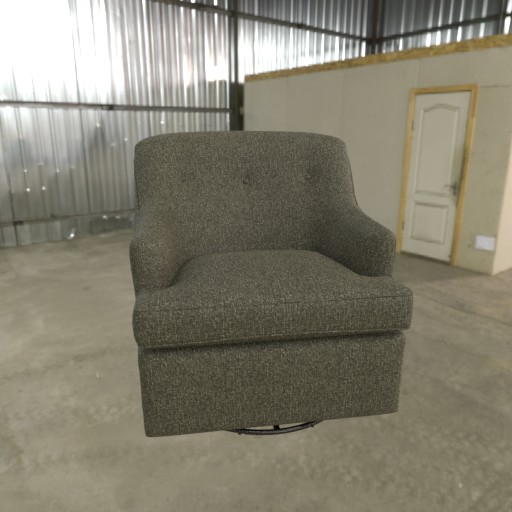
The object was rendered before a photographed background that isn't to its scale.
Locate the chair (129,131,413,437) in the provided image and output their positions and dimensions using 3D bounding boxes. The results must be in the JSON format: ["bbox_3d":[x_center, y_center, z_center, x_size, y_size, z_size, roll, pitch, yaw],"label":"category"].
[{"bbox_3d":[0.000,0.000,1.592,0.864,0.856,0.923,-3,17,-8],"label":"chair"}]
